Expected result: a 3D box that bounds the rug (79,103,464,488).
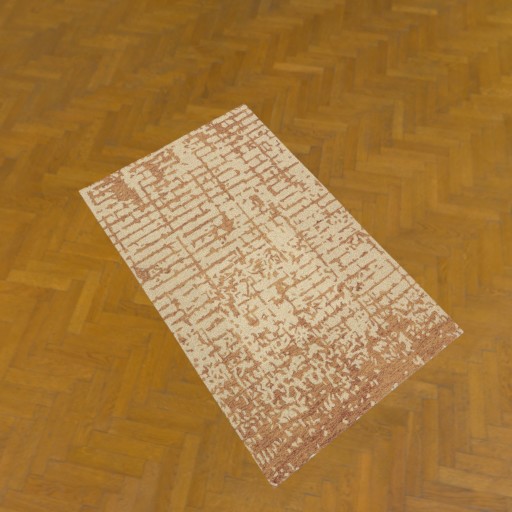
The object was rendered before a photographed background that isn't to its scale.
[{"bbox_3d":[0.000,0.000,3.073,1.517,0.011,2.435,-33,68,-15],"label":"rug"}]
